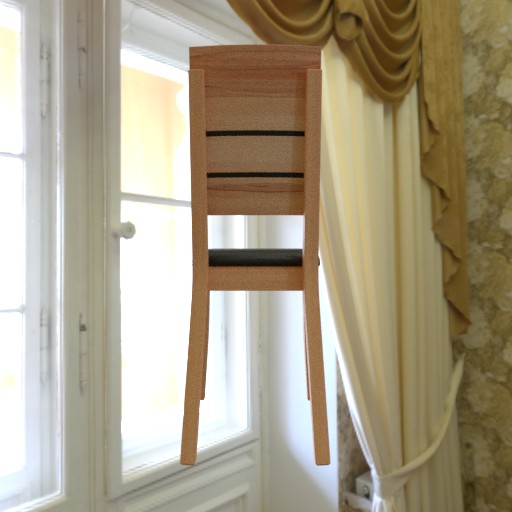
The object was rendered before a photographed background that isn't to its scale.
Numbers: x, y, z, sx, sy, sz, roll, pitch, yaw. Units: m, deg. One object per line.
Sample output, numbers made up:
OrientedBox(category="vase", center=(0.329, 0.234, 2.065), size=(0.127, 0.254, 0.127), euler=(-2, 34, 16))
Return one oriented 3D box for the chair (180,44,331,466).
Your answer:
OrientedBox(category="chair", center=(0.000, 0.000, 1.231), size=(0.410, 0.940, 0.520), euler=(0, -1, 0))
